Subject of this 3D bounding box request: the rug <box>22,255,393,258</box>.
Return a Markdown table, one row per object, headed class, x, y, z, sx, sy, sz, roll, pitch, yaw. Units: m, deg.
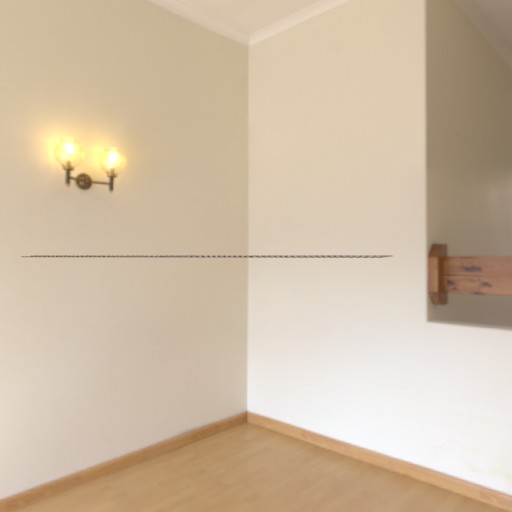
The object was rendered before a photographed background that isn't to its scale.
| class | x | y | z | sx | sy | sz | roll | pitch | yaw |
| --- | --- | --- | --- | --- | --- | --- | --- | --- | --- |
| rug | 0.000 | 0.000 | 3.893 | 2.256 | 0.013 | 2.910 | 0 | 0 | 18 |
